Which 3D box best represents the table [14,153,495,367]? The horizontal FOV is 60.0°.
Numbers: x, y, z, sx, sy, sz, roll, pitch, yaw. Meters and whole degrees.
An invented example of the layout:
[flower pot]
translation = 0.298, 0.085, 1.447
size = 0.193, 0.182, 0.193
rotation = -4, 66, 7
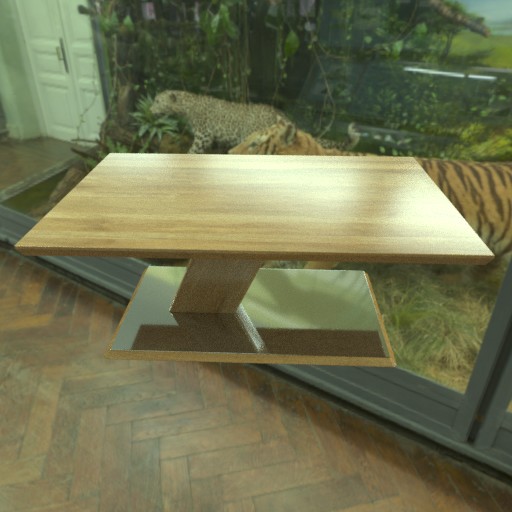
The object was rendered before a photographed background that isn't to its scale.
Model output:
[table]
translation = 0.000, 0.000, 1.421
size = 1.100, 0.441, 0.692
rotation = 1, 31, 2
